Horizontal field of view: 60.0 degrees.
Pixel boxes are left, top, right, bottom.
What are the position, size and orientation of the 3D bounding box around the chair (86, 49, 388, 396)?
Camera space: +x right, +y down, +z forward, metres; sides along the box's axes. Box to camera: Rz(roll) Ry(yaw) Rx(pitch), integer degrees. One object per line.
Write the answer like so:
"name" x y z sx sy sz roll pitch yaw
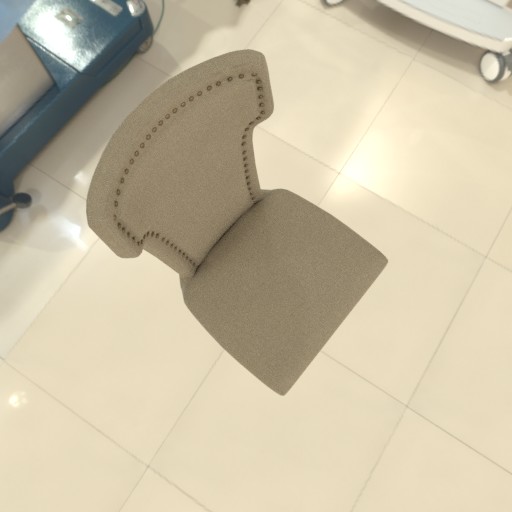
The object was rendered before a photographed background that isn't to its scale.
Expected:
"chair" 0.000 0.000 1.296 0.630 0.955 0.526 39 78 10
